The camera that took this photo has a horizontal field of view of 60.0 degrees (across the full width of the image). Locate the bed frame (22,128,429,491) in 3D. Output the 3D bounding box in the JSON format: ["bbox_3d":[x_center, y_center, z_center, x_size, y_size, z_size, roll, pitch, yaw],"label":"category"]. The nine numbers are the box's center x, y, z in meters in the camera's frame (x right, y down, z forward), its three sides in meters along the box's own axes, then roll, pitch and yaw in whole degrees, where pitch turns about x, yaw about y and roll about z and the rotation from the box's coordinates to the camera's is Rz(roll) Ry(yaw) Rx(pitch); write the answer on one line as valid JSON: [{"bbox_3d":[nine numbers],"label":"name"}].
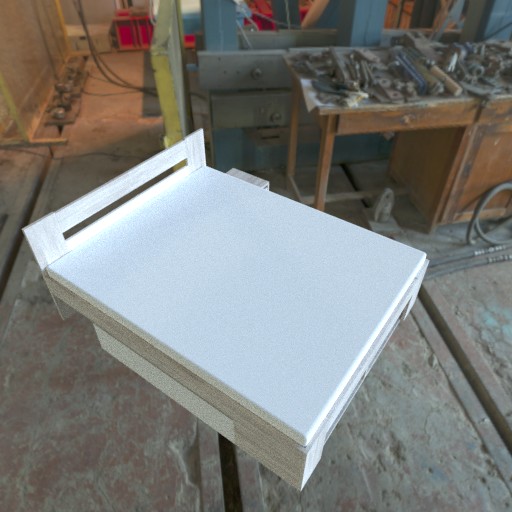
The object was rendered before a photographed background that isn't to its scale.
[{"bbox_3d":[0.000,0.000,3.158,2.050,0.860,2.040,26,48,26],"label":"bed frame"}]
